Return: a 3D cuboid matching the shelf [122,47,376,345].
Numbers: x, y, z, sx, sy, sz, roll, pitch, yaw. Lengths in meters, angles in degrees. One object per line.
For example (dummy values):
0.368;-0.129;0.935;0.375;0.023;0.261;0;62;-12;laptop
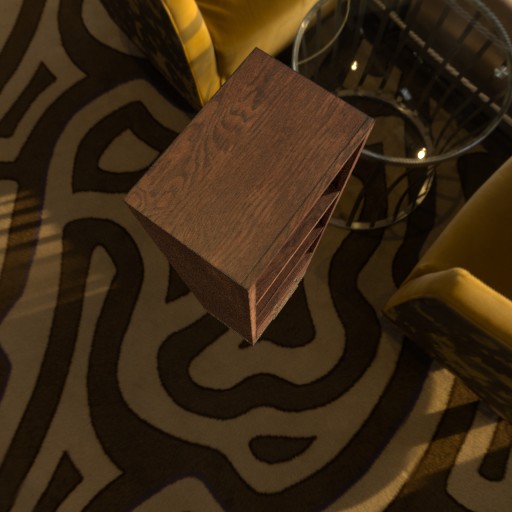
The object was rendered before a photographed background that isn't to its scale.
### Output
0.000;0.000;1.908;0.395;1.732;0.539;35;78;9;shelf
